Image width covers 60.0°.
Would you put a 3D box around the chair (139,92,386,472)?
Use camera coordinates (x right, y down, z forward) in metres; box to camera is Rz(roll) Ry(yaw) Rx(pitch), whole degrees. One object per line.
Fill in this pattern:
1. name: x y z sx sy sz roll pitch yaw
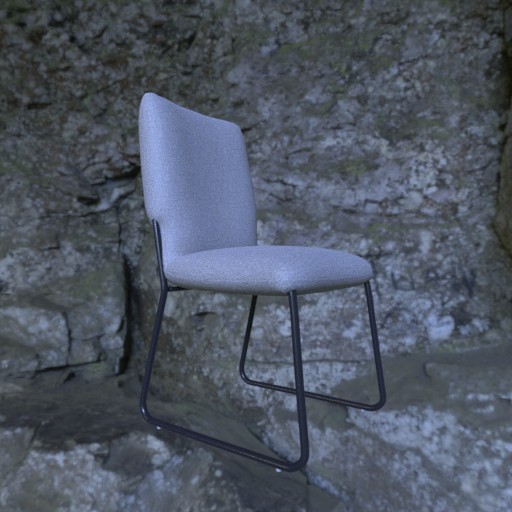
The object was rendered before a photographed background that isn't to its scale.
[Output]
1. chair: 0.000 0.000 1.187 0.560 0.864 0.448 0 1 37
